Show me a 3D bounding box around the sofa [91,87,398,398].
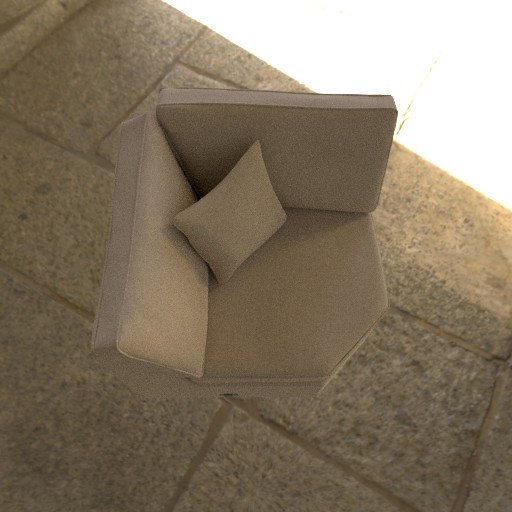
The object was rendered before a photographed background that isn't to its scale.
[{"bbox_3d":[0.000,0.000,1.828,1.042,0.937,1.050,1,62,0],"label":"sofa"}]
